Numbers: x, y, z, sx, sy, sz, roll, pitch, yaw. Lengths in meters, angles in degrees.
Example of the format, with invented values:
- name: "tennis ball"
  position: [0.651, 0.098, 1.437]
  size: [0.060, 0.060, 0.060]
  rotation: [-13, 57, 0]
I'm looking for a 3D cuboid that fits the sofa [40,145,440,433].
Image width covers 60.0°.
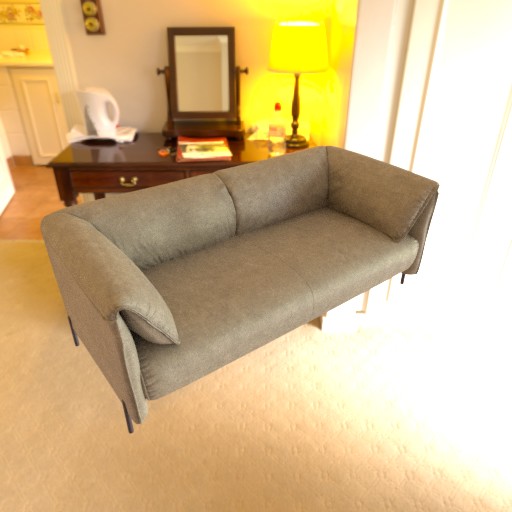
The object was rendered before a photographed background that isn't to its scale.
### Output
- name: "sofa"
  position: [0.000, 0.000, 2.367]
  size: [1.878, 0.747, 0.905]
  rotation: [-21, 36, -32]
